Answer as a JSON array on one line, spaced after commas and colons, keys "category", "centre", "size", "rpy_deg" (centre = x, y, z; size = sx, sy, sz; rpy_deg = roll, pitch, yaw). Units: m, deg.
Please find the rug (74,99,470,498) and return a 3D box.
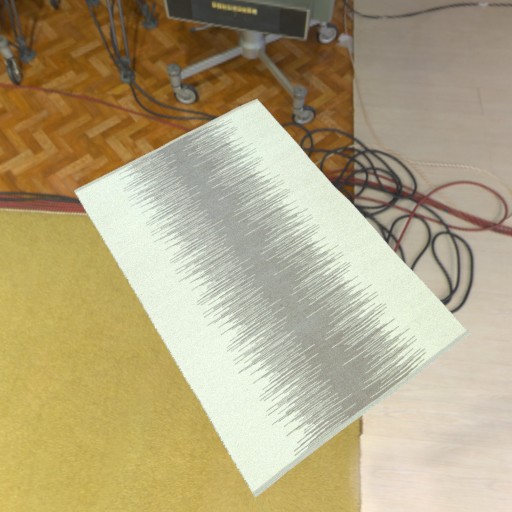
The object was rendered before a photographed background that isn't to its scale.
[{"category": "rug", "centre": [0.000, 0.000, 2.278], "size": [1.226, 0.007, 1.815], "rpy_deg": [-31, 68, -14]}]
